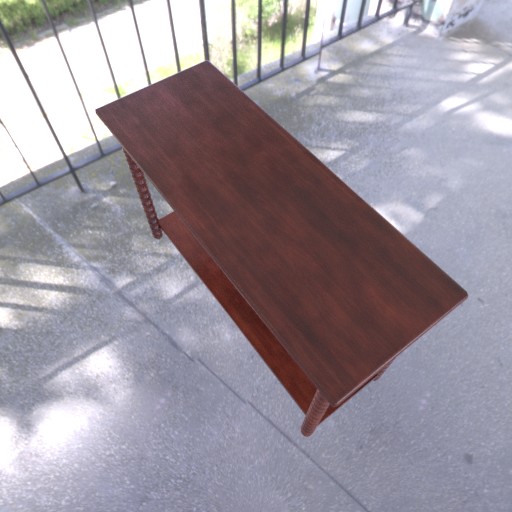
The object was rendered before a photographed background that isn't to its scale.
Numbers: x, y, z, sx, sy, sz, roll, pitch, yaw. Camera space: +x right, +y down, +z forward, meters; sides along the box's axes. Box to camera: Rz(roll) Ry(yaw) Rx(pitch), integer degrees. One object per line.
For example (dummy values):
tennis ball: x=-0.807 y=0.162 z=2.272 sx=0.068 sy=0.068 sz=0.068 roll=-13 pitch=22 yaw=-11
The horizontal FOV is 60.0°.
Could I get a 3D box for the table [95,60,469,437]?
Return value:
table: x=0.000 y=0.000 z=1.591 sx=0.459 sy=0.740 sz=1.184 roll=-32 pitch=64 yaw=-18
